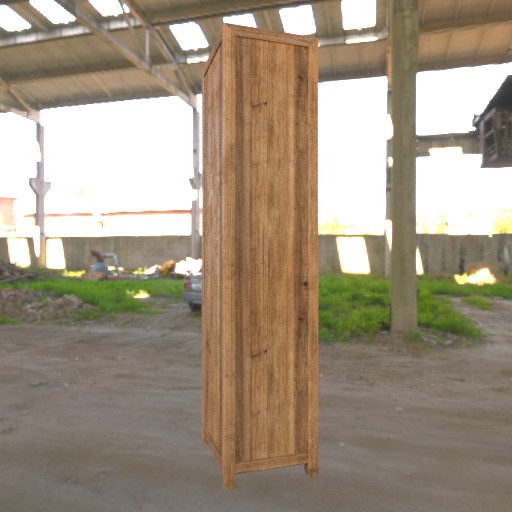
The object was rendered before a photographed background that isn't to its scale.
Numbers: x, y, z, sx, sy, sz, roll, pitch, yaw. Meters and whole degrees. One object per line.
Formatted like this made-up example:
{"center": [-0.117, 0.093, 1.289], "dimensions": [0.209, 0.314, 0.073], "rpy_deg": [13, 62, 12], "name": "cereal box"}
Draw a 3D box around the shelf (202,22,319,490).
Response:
{"center": [0.000, 0.000, 2.101], "dimensions": [0.428, 1.900, 0.500], "rpy_deg": [0, 0, -18], "name": "shelf"}
